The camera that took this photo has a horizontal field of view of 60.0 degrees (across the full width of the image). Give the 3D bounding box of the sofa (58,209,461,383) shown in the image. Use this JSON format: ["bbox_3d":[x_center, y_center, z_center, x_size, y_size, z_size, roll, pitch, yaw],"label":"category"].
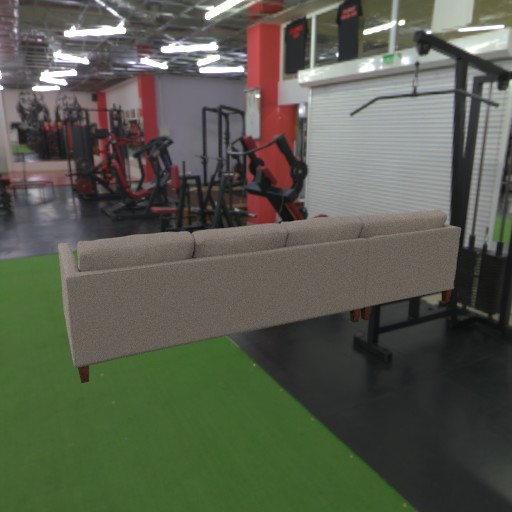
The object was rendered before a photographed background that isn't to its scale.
[{"bbox_3d":[0.000,0.000,3.915,3.186,0.846,1.625,-7,17,-25],"label":"sofa"}]
